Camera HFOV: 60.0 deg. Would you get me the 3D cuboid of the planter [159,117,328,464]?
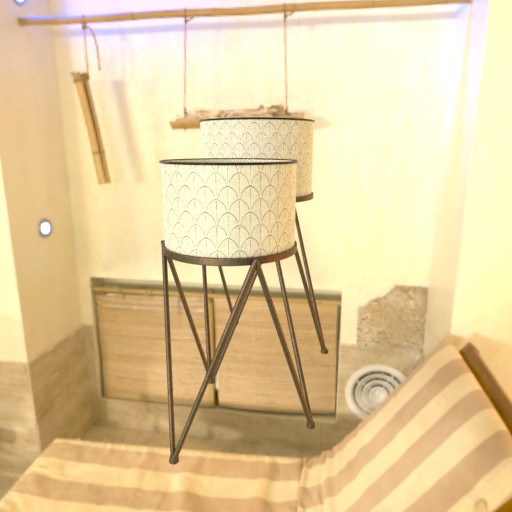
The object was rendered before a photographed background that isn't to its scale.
[{"bbox_3d":[0.000,0.000,1.187,0.413,0.712,0.769,2,14,8],"label":"planter"}]
